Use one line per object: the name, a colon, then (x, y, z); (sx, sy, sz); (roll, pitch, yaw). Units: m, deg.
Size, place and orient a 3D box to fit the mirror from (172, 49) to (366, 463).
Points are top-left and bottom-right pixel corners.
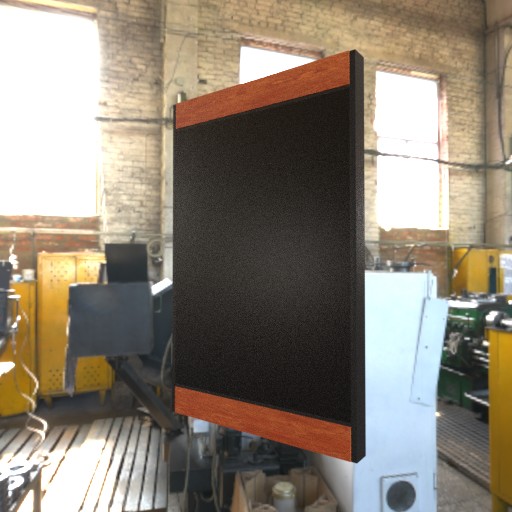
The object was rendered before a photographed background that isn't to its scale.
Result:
mirror: (0.000, 0.000, 1.052); (0.525, 0.823, 0.047); (-1, -1, 36)
